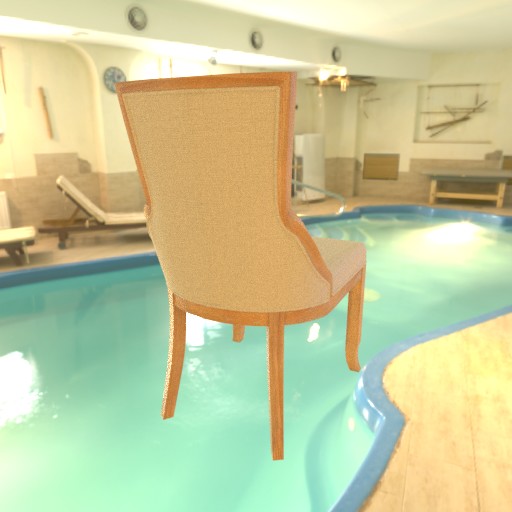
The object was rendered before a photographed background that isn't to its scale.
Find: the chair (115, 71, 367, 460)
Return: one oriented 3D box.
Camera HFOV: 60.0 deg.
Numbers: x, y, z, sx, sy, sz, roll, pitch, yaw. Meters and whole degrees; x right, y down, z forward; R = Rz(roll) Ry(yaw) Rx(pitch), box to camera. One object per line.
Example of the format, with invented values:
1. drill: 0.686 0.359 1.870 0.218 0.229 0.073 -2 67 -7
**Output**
1. chair: 0.000 0.000 1.323 0.524 0.947 0.641 8 18 27
